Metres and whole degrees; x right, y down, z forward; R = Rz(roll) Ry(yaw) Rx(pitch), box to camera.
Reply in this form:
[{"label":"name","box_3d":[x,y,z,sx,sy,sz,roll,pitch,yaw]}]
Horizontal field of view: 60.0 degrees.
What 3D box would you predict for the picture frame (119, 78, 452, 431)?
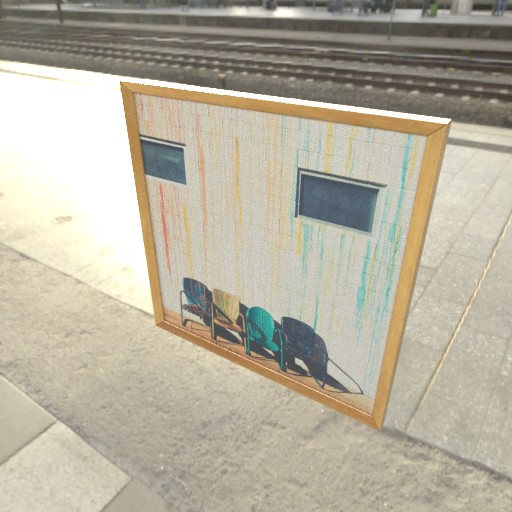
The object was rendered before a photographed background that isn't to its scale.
[{"label":"picture frame","box_3d":[0.000,0.000,1.102,0.758,0.761,0.037,18,35,27]}]
